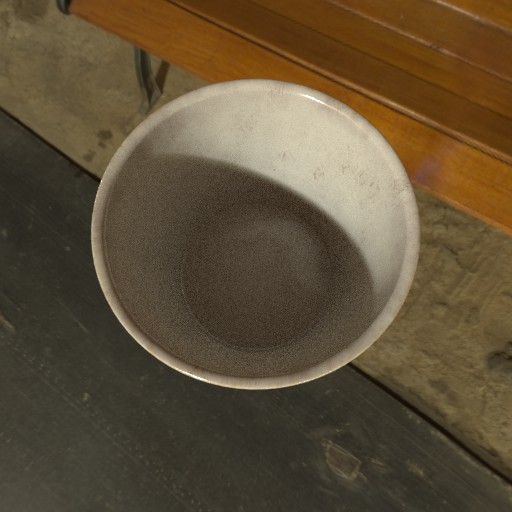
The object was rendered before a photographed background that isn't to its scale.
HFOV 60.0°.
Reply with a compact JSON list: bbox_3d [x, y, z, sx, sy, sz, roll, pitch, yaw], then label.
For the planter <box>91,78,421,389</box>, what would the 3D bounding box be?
[{"bbox_3d":[0.000,0.000,0.339,0.193,0.165,0.193,0,74,0],"label":"planter"}]
